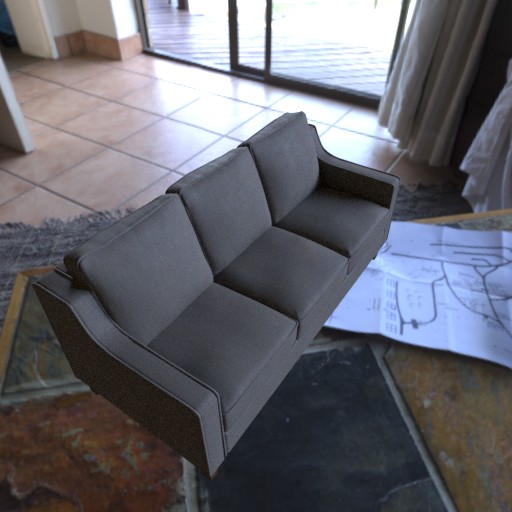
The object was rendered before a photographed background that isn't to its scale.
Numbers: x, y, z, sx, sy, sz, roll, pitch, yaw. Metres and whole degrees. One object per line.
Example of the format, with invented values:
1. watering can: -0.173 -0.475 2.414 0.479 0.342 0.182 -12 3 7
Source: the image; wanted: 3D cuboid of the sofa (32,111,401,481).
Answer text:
1. sofa: 0.000 0.000 2.479 0.911 0.974 1.986 24 46 25
